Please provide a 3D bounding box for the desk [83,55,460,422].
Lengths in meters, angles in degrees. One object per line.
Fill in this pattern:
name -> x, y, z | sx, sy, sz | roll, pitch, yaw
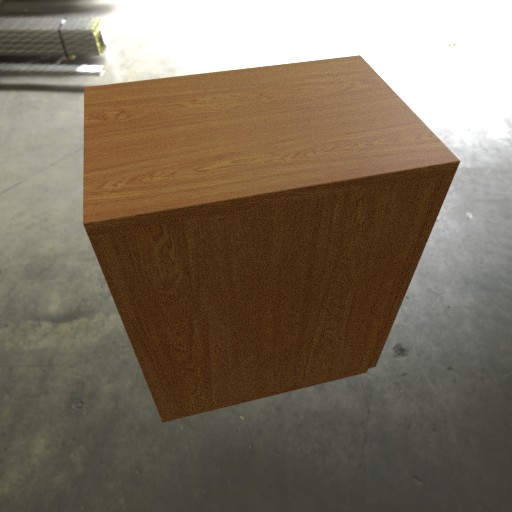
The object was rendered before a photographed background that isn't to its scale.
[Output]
desk -> 0.000, 0.000, 1.067 | 0.600, 0.730, 0.404 | -11, 49, -10
